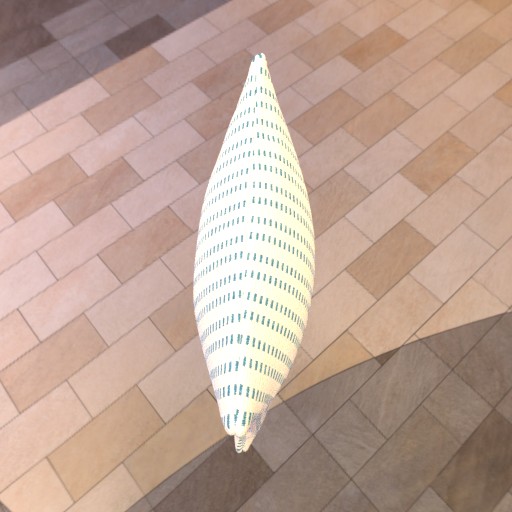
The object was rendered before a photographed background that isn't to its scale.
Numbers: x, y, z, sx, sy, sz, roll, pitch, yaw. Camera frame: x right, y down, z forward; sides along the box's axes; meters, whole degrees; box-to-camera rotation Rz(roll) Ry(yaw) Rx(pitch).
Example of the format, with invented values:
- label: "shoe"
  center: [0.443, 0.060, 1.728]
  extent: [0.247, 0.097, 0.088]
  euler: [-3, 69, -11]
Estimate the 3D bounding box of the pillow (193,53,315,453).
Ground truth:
- label: "pillow"
  center: [0.000, 0.000, 0.800]
  extent: [0.210, 0.353, 0.640]
  euler: [2, 64, 1]
